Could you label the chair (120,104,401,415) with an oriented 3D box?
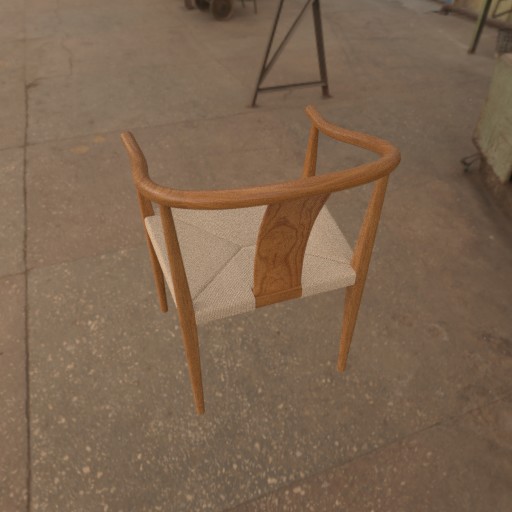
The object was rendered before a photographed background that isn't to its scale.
[{"bbox_3d":[0.000,0.000,1.194,0.556,0.800,0.579,-13,43,-14],"label":"chair"}]
